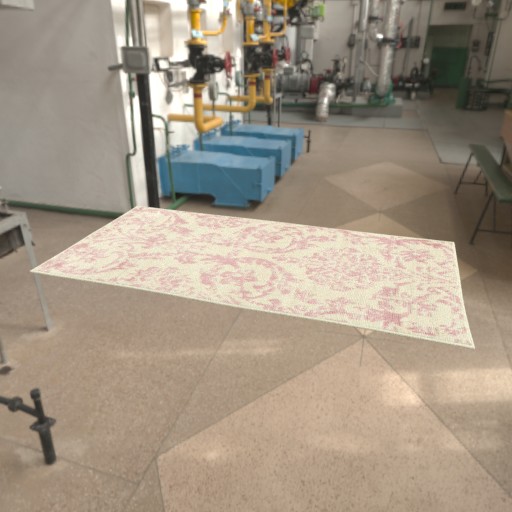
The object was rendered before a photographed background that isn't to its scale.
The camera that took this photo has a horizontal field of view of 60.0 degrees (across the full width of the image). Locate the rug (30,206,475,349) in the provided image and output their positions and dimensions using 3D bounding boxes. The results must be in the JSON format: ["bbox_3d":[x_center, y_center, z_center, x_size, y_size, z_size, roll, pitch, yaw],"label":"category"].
[{"bbox_3d":[0.000,0.000,1.409,1.219,0.007,0.604,8,27,16],"label":"rug"}]
